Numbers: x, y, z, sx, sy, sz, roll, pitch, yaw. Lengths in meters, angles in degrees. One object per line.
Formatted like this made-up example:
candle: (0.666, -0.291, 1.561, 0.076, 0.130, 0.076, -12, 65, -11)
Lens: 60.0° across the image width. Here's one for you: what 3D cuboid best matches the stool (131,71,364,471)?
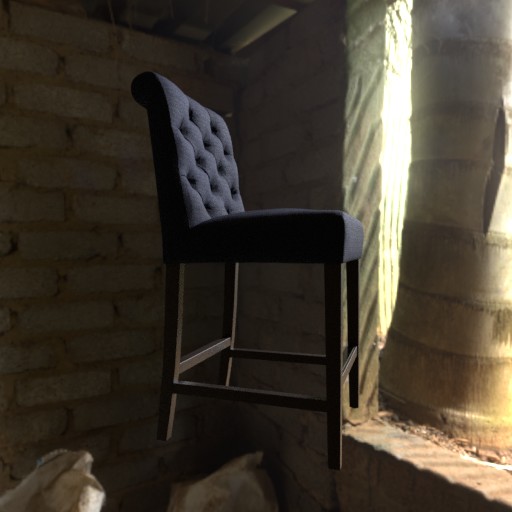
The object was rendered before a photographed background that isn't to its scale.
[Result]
stool: (0.000, 0.000, 1.341, 0.601, 1.010, 0.493, 0, 1, 19)
